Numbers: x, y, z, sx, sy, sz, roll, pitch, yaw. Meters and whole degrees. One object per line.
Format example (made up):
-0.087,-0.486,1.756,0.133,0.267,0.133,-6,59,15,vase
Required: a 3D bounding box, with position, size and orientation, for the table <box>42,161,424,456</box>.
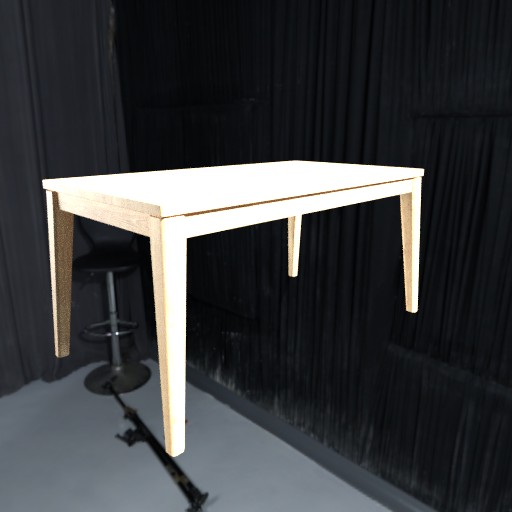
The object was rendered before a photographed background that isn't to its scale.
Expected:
0.000,0.000,2.080,1.600,0.760,0.900,-15,22,-43,table
